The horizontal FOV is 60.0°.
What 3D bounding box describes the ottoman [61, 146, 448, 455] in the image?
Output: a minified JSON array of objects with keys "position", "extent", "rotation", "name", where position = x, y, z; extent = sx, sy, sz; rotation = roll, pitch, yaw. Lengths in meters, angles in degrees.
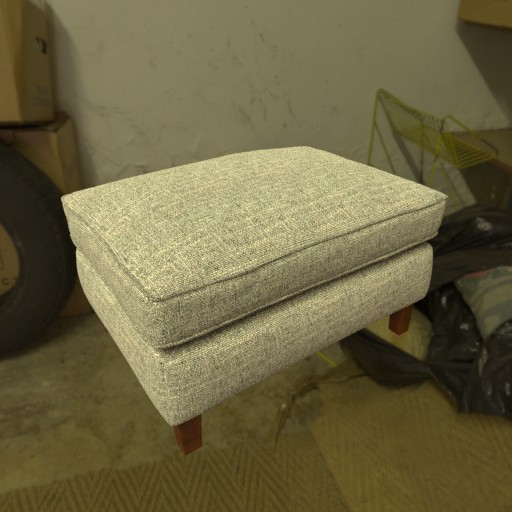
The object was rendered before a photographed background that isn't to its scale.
[{"position":[0.000,0.000,0.990],"extent":[0.686,0.406,0.508],"rotation":[-19,34,-30],"name":"ottoman"}]
